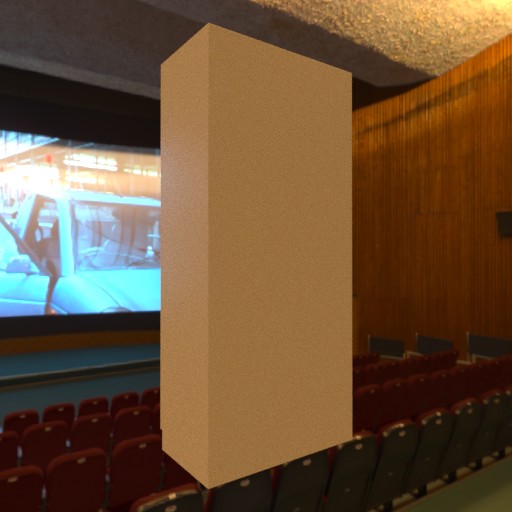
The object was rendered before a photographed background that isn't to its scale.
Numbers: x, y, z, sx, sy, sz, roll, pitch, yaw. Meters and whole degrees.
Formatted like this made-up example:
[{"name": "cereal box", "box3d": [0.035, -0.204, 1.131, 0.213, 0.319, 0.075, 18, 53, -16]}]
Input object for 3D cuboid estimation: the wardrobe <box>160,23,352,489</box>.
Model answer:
[{"name": "wardrobe", "box3d": [0.000, 0.000, 2.026, 0.760, 1.700, 0.470, 0, 0, -35]}]
